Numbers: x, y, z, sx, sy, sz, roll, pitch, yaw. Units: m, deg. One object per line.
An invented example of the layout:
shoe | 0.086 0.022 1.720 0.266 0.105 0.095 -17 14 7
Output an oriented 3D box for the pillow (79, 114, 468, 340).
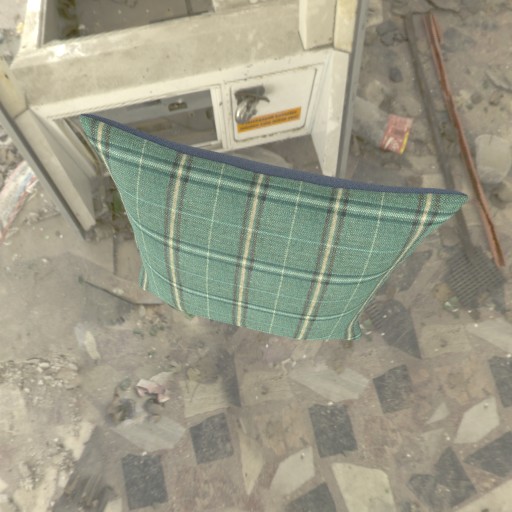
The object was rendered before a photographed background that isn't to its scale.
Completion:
pillow | 0.000 0.000 0.690 0.453 0.430 0.200 13 74 4
